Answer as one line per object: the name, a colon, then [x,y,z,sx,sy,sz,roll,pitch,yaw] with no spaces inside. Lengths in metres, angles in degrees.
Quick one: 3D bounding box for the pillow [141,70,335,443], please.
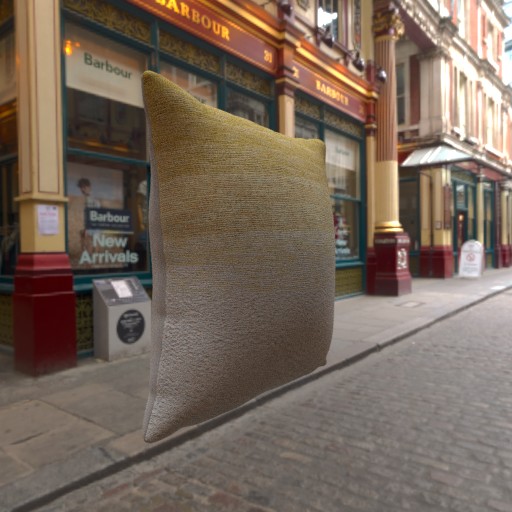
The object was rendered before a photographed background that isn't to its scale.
pillow: [0.000,0.000,0.710,0.211,0.450,0.450,1,1,37]
